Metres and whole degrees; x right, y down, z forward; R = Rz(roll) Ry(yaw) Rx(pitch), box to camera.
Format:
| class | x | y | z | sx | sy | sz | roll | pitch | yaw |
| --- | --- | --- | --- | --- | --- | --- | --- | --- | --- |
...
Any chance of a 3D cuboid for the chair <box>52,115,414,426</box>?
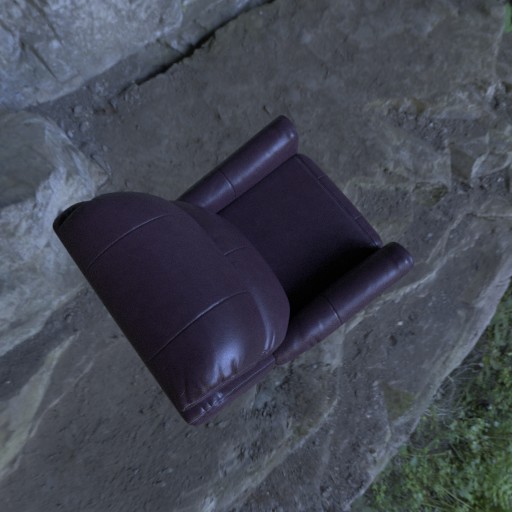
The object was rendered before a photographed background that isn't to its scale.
| class | x | y | z | sx | sy | sz | roll | pitch | yaw |
| --- | --- | --- | --- | --- | --- | --- | --- | --- | --- |
| chair | 0.000 | 0.000 | 1.760 | 1.014 | 1.054 | 0.838 | -37 | 78 | -9 |
